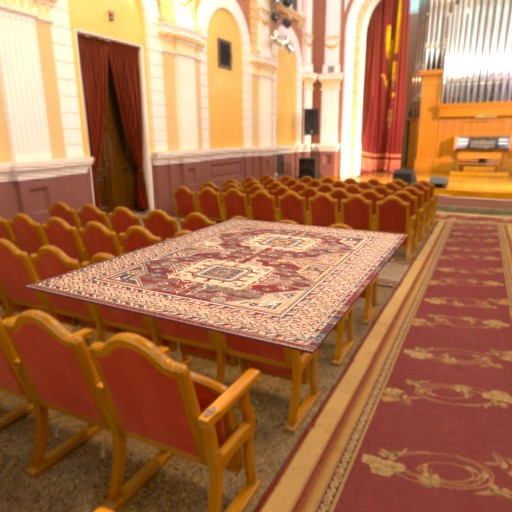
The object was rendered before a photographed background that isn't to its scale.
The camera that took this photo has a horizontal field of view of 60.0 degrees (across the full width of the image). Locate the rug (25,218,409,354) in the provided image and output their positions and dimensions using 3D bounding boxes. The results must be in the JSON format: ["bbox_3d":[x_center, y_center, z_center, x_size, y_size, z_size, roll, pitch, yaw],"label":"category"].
[{"bbox_3d":[0.000,0.000,2.929,1.599,0.011,2.210,8,17,26],"label":"rug"}]
